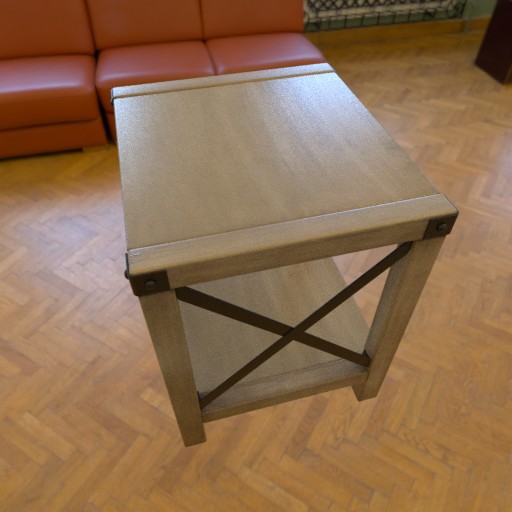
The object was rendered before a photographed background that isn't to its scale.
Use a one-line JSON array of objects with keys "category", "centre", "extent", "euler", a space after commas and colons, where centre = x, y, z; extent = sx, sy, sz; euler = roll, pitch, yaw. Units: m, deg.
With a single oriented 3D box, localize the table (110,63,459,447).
[{"category": "table", "centre": [0.000, 0.000, 0.930], "extent": [0.459, 0.561, 0.510], "euler": [-11, 48, -10]}]
